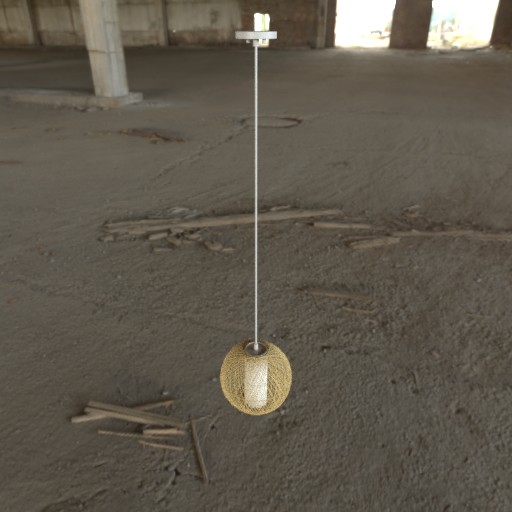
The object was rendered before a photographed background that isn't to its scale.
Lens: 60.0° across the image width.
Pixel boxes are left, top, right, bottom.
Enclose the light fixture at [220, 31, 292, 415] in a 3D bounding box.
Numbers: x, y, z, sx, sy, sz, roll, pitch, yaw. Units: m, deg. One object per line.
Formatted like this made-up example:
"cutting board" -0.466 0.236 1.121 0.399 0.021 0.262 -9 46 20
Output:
"light fixture" 0.000 0.000 2.164 0.407 1.955 0.406 9 29 16
